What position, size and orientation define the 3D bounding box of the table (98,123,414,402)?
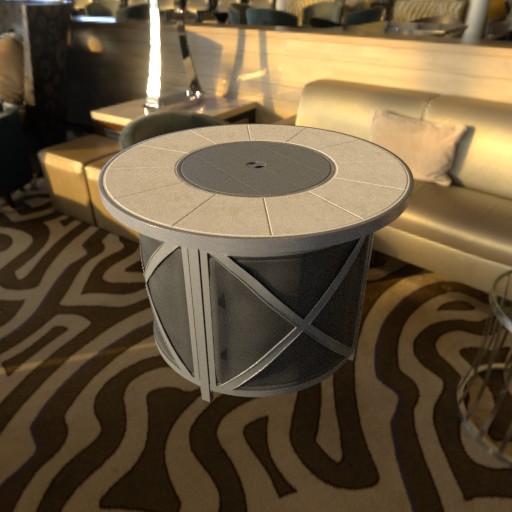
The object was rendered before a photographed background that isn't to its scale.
[{"bbox_3d":[0.000,0.000,1.513,0.914,0.650,0.914,0,32,0],"label":"table"}]
